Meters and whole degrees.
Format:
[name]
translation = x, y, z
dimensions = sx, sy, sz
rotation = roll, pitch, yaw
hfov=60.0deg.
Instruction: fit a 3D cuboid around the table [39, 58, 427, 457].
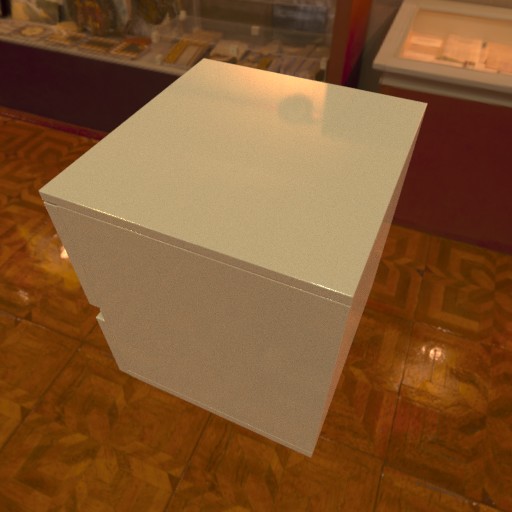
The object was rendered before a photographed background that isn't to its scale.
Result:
[table]
translation = 0.000, 0.000, 0.793
dimensions = 0.400, 0.470, 0.420
rotation = 18, 50, 16
